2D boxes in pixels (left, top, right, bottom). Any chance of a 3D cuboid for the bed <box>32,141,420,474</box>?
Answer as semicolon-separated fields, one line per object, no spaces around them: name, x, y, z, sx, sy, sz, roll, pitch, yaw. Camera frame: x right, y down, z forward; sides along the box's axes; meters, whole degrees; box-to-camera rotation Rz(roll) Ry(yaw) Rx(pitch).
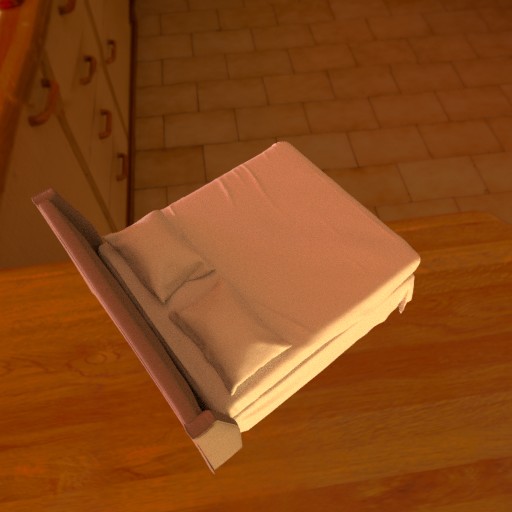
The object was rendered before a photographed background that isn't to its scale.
bed;0.000;0.000;3.407;2.276;1.332;1.925;-34;64;-19
